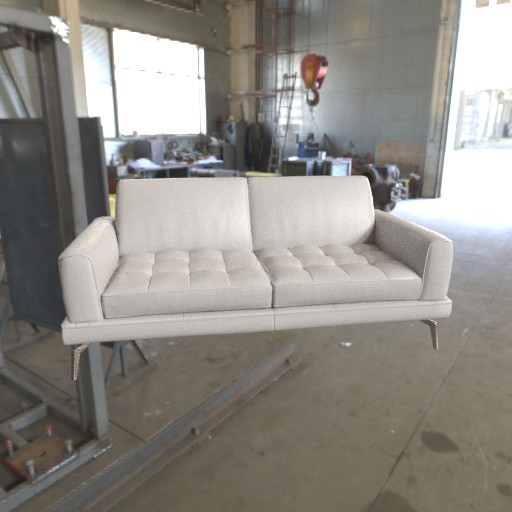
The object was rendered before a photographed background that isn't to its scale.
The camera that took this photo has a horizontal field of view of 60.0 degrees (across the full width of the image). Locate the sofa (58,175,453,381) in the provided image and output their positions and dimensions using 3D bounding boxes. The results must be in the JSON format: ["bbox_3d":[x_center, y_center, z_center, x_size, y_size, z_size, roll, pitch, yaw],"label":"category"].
[{"bbox_3d":[0.000,0.000,2.832,2.177,0.930,1.121,-2,16,-9],"label":"sofa"}]
